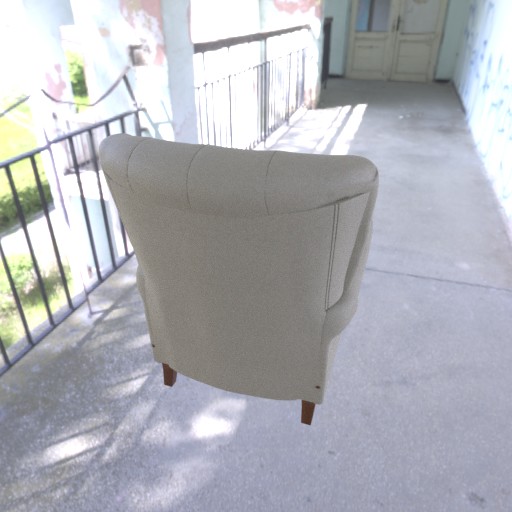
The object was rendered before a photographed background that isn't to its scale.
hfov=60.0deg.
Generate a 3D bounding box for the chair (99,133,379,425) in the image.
[{"bbox_3d":[0.000,0.000,1.881,0.943,1.158,1.059,10,32,17],"label":"chair"}]
